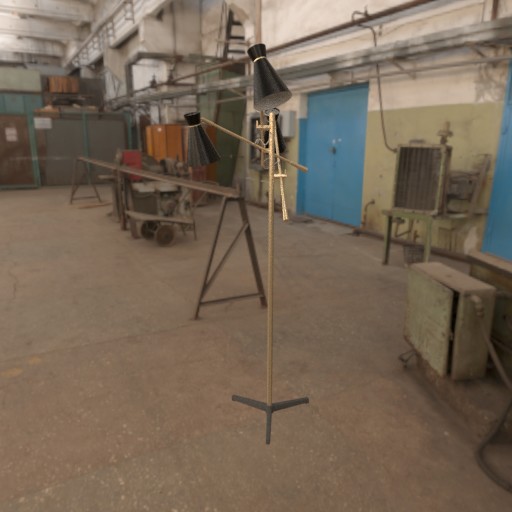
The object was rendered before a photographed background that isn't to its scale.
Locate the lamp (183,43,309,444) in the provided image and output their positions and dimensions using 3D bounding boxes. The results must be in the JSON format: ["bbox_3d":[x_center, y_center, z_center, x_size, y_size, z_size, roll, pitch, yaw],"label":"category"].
[{"bbox_3d":[0.000,0.000,2.168,0.653,1.804,0.750,-7,17,-26],"label":"lamp"}]
